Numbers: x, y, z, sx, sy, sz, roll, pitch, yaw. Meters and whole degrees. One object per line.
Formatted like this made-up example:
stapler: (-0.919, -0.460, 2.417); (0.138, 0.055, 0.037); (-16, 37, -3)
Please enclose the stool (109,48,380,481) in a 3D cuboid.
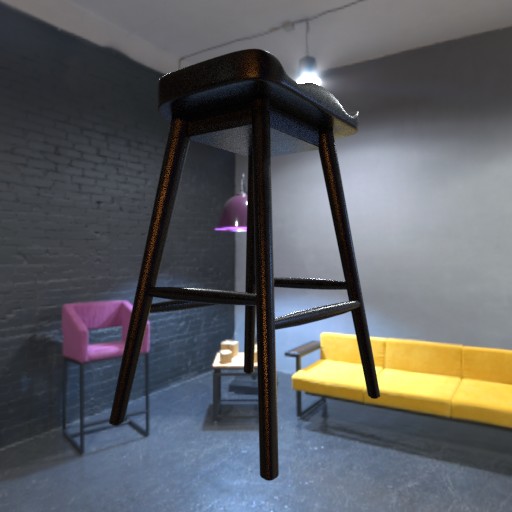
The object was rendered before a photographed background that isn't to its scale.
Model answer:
stool: (0.000, 0.000, 0.882); (0.361, 0.615, 0.440); (1, 1, 35)
